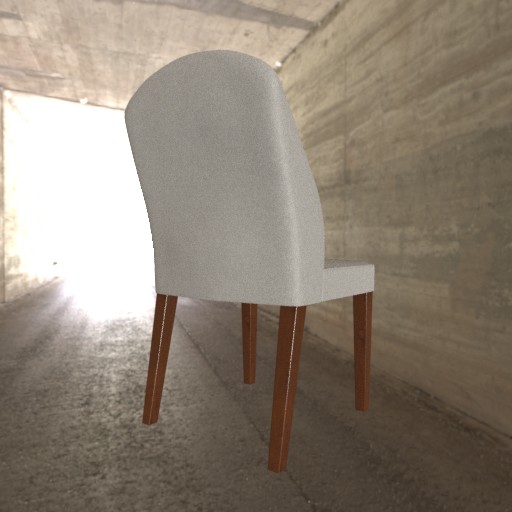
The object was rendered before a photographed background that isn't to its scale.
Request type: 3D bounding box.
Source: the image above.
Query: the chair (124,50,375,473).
[{"bbox_3d":[0.000,0.000,1.198,0.472,0.893,0.540,1,1,37],"label":"chair"}]
